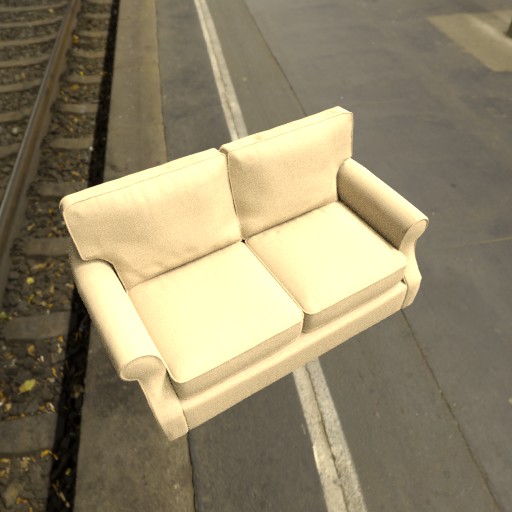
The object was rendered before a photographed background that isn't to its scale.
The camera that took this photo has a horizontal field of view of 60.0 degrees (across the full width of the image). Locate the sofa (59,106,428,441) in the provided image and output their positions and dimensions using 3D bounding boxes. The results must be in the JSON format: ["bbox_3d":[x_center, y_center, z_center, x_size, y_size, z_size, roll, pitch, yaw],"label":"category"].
[{"bbox_3d":[0.000,0.000,2.242,1.665,0.937,0.964,-24,51,-21],"label":"sofa"}]
